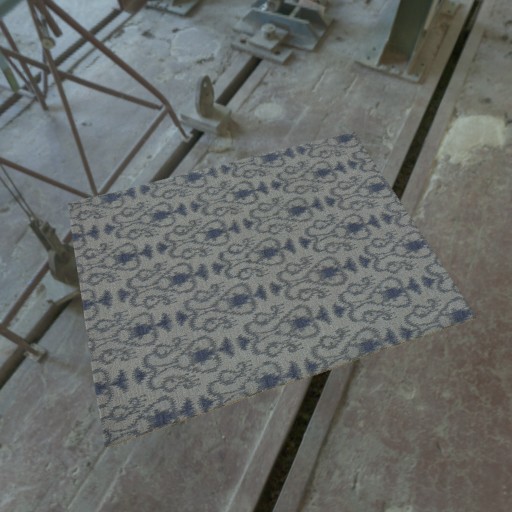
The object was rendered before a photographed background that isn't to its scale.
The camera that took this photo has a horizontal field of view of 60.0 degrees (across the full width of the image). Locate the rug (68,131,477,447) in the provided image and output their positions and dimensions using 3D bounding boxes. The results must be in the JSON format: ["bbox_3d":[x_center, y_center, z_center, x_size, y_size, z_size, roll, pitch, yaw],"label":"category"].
[{"bbox_3d":[0.000,0.000,4.149,3.205,0.015,2.437,-16,59,-10],"label":"rug"}]
